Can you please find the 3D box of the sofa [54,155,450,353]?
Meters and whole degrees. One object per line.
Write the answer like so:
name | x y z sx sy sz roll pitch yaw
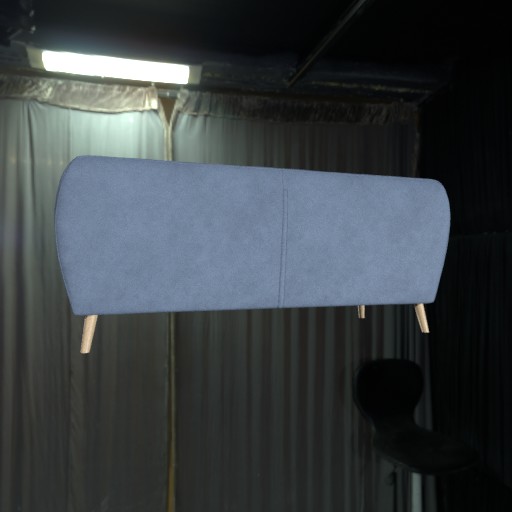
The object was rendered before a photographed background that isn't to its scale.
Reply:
sofa | 0.000 0.000 2.461 1.975 0.832 0.841 0 -1 -18
